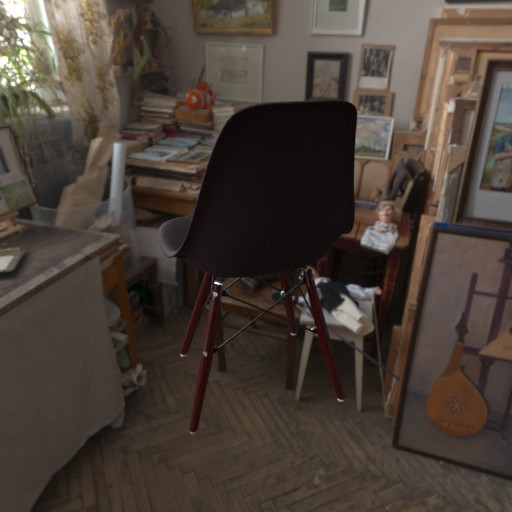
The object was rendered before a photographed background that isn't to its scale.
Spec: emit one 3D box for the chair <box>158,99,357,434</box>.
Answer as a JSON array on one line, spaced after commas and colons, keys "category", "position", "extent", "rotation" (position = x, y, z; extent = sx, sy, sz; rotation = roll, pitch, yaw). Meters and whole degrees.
[{"category": "chair", "position": [0.000, 0.000, 1.141], "extent": [0.470, 0.826, 0.533], "rotation": [-8, 28, -16]}]
